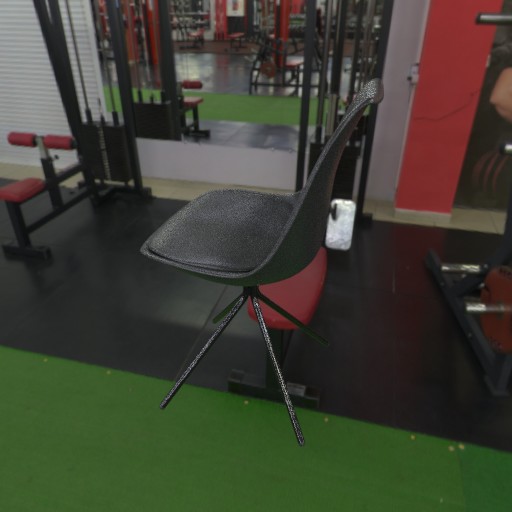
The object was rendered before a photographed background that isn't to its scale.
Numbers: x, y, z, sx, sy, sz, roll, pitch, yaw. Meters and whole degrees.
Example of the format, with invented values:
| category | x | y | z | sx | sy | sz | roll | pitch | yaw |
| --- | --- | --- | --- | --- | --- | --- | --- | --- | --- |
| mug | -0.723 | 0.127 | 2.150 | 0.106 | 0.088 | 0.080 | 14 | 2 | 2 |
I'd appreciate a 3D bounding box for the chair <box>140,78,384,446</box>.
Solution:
| category | x | y | z | sx | sy | sz | roll | pitch | yaw |
| --- | --- | --- | --- | --- | --- | --- | --- | --- | --- |
| chair | 0.000 | 0.000 | 1.144 | 0.525 | 0.850 | 0.461 | 9 | 32 | 15 |
